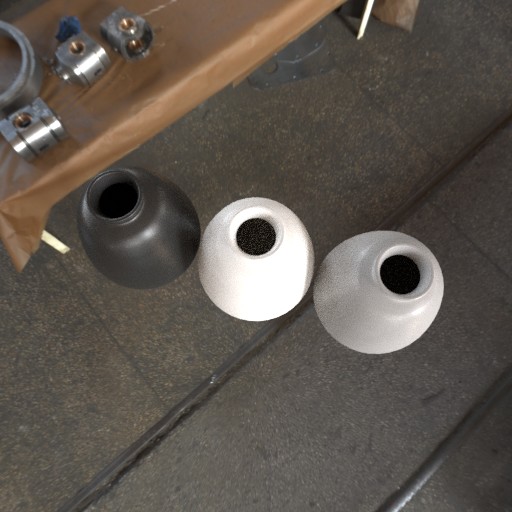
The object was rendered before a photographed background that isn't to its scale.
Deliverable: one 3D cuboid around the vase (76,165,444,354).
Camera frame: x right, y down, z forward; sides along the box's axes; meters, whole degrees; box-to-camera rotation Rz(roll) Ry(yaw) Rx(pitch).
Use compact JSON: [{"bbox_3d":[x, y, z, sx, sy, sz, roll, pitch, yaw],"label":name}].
[{"bbox_3d":[0.000,0.000,0.353,0.297,0.122,0.097,15,75,4],"label":"vase"}]
